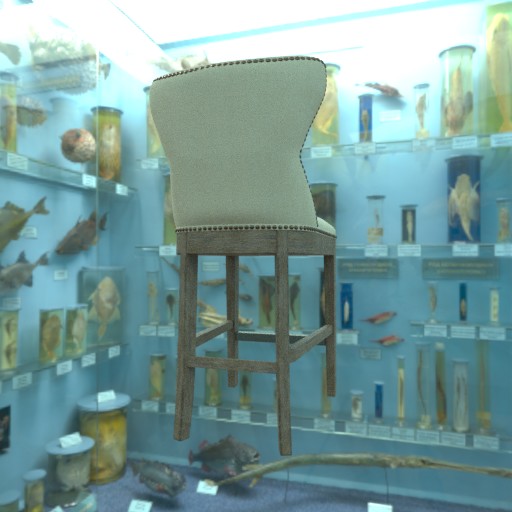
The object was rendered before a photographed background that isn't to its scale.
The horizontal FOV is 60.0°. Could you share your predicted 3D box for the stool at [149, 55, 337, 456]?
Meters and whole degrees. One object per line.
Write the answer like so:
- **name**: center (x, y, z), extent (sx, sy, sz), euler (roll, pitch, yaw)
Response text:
- **stool**: center (0.000, 0.000, 1.356), extent (0.498, 0.981, 0.608), euler (0, -1, 18)
